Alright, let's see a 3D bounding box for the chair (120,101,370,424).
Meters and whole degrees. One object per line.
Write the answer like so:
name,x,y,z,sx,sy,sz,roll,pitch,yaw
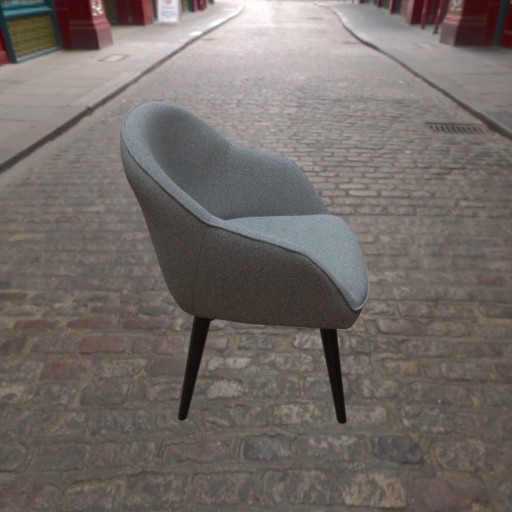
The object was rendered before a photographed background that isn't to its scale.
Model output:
chair,0.000,0.000,1.259,0.611,0.810,0.589,1,31,1
